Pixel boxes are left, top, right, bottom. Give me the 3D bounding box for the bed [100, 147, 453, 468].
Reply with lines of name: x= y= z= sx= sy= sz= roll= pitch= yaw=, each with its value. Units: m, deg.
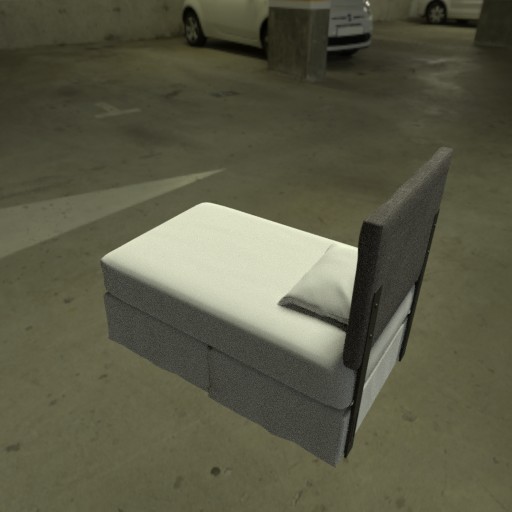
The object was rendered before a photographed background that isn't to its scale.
bed: x=0.000 y=0.000 z=3.014 sx=1.997 sy=1.571 sz=1.261 roll=20 pitch=37 yaw=29
